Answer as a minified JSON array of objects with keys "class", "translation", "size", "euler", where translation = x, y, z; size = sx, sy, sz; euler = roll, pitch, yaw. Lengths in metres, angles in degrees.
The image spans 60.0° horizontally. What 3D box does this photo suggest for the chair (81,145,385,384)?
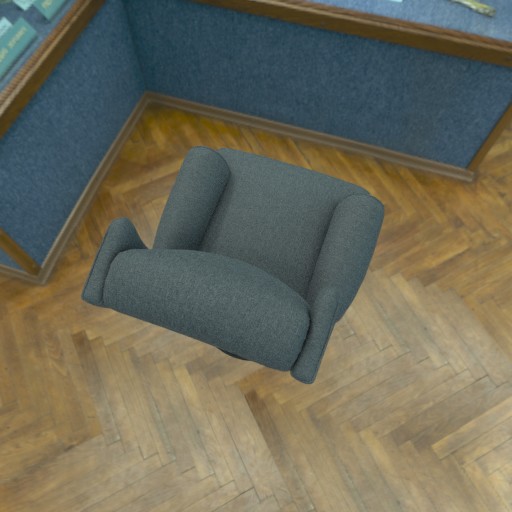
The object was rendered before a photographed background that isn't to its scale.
[{"class":"chair","translation":[0.000,0.000,1.723],"size":[0.847,1.011,0.969],"euler":[18,65,9]}]
